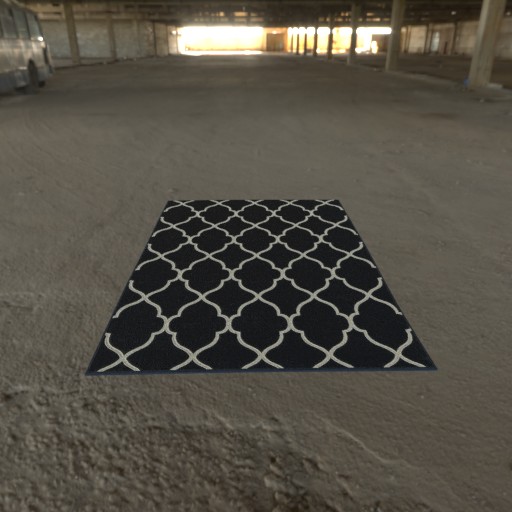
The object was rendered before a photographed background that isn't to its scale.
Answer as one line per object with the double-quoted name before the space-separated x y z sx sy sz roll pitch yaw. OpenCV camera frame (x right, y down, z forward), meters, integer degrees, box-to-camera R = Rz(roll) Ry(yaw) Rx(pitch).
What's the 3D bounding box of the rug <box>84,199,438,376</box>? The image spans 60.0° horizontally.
"rug" 0.000 0.000 2.922 1.526 0.014 2.290 -1 26 -1
